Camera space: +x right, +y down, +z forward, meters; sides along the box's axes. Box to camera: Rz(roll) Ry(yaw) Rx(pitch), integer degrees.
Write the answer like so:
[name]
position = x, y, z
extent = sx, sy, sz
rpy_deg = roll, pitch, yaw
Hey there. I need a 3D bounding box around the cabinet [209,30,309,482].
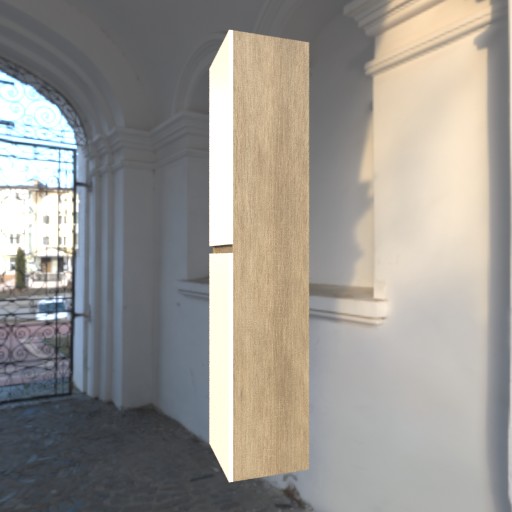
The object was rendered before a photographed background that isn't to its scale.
[cabinet]
position = 0.000, 0.000, 1.555
extent = 0.270, 1.400, 0.300
rpy_deg = 0, 0, -18
